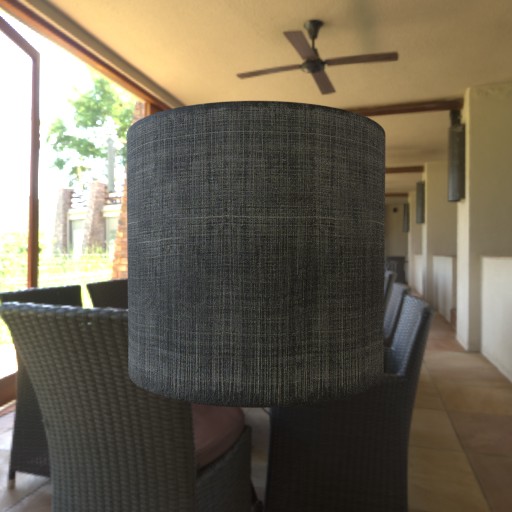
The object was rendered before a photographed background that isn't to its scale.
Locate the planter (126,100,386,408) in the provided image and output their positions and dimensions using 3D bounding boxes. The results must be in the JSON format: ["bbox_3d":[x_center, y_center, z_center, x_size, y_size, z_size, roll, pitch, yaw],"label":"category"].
[{"bbox_3d":[0.000,0.000,0.395,0.221,0.201,0.221,0,0,0],"label":"planter"}]
